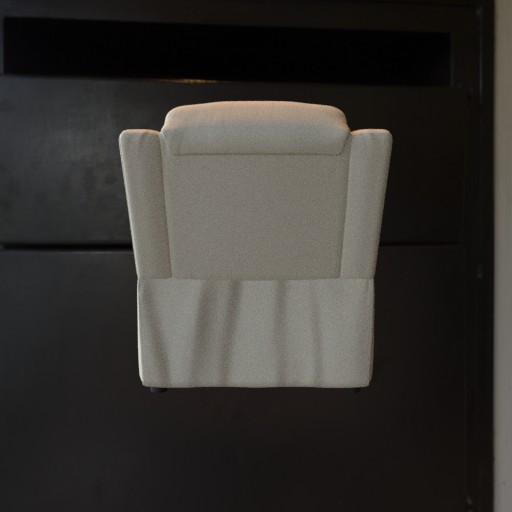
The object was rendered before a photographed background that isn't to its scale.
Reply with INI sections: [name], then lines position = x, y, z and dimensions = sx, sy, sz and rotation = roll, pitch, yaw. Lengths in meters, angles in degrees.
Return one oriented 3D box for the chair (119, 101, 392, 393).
[chair]
position = 0.000, 0.000, 1.295
dimensions = 0.680, 0.702, 0.709
rotation = 0, 1, 0
